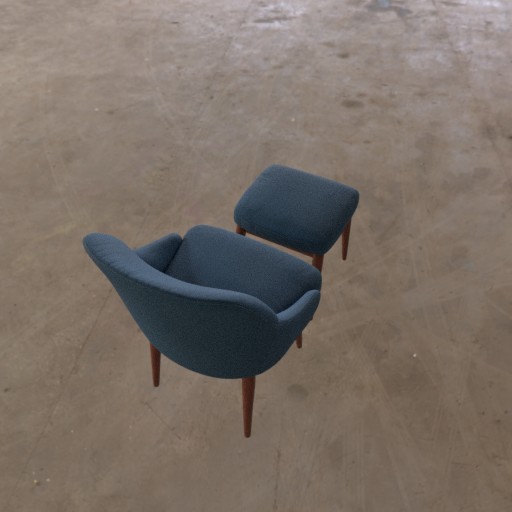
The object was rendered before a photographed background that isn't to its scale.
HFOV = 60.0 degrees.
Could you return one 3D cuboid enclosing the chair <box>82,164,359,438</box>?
[{"bbox_3d":[0.000,0.000,1.608,0.584,0.866,1.114,22,50,19],"label":"chair"}]
